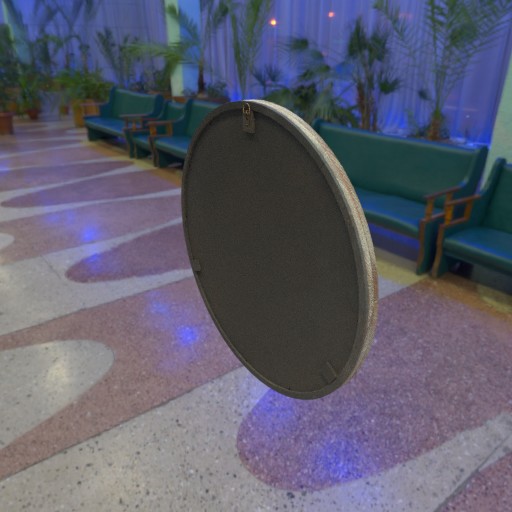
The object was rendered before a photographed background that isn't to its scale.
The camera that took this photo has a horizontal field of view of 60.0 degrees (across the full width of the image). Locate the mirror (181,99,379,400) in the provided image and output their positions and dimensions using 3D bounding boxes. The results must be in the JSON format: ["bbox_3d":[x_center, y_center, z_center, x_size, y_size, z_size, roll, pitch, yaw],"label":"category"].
[{"bbox_3d":[0.000,0.000,1.069,0.038,0.710,0.710,-18,31,-32],"label":"mirror"}]
